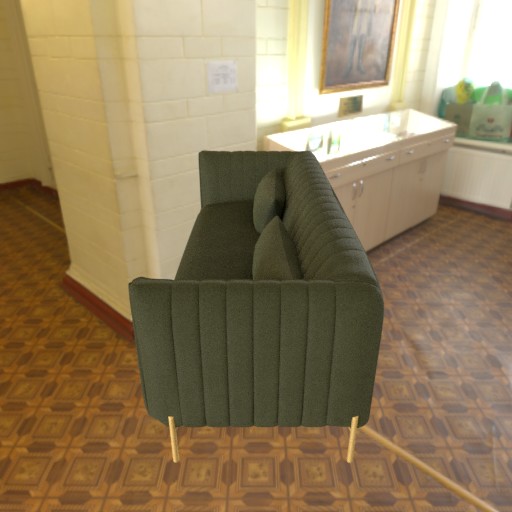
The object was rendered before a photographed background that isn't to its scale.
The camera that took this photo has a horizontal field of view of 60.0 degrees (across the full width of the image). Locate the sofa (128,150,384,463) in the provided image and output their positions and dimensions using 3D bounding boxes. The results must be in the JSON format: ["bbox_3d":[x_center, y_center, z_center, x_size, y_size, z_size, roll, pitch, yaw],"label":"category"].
[{"bbox_3d":[0.000,0.000,2.528,0.896,0.793,2.137,0,26,0],"label":"sofa"}]
